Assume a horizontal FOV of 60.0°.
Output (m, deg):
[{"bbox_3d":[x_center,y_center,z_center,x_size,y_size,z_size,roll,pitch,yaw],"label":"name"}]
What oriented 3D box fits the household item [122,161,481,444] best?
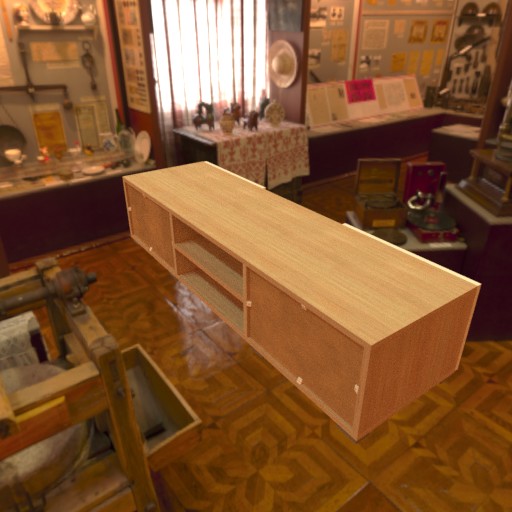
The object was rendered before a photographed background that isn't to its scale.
[{"bbox_3d":[0.000,0.000,1.603,0.420,0.310,1.400,-19,33,-31],"label":"household item"}]
